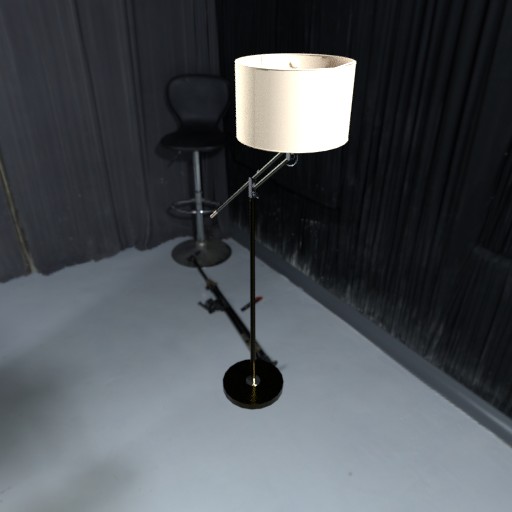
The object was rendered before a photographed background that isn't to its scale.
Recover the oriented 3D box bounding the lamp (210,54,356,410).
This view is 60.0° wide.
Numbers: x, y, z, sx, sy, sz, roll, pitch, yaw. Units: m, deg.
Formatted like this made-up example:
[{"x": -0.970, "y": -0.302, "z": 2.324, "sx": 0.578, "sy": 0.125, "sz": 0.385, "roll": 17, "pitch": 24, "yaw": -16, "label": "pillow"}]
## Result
[{"x": 0.000, "y": 0.000, "z": 1.945, "sx": 0.373, "sy": 1.635, "sz": 0.809, "roll": -19, "pitch": 35, "yaw": -28, "label": "lamp"}]
